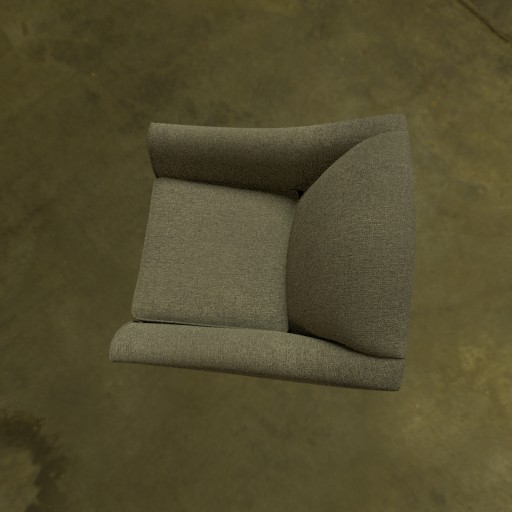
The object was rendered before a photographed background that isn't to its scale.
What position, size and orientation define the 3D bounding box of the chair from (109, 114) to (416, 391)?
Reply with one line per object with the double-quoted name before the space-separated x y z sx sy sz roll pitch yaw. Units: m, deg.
"chair" 0.000 0.000 1.448 0.787 0.839 0.763 6 76 1
